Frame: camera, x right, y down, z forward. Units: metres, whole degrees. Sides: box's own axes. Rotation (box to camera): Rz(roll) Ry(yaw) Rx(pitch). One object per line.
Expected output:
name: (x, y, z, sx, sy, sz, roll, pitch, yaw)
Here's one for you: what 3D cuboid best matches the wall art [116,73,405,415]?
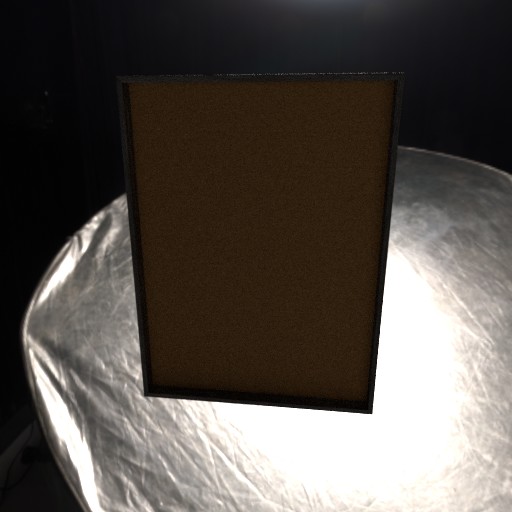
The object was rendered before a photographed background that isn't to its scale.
wall art: (0.000, 0.000, 1.343, 0.762, 1.016, 0.063, 2, 18, 7)
